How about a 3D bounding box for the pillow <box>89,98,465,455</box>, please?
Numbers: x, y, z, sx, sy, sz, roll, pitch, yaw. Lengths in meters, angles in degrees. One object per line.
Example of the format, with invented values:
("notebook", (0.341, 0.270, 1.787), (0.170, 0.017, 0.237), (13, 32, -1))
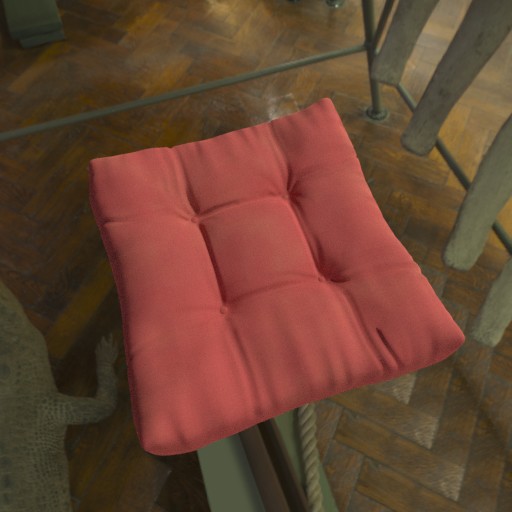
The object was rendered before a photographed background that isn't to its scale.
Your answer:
("pillow", (0.000, 0.000, 0.711), (0.468, 0.128, 0.490), (-17, 64, -8))
